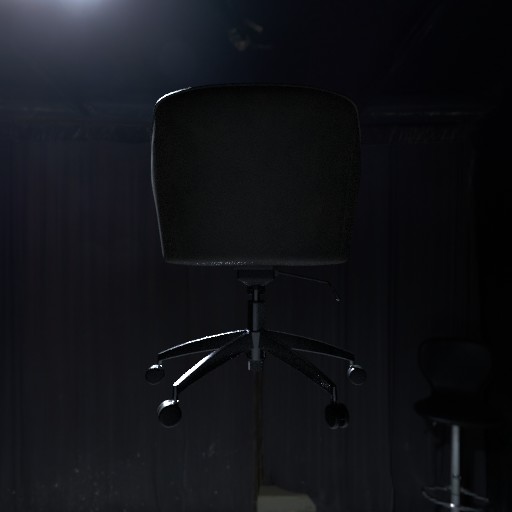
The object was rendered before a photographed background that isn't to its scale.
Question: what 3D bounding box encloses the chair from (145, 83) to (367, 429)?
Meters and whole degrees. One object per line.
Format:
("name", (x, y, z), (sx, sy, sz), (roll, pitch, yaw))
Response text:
("chair", (0.000, 0.000, 1.377), (0.713, 0.827, 0.689), (0, -1, 0))
